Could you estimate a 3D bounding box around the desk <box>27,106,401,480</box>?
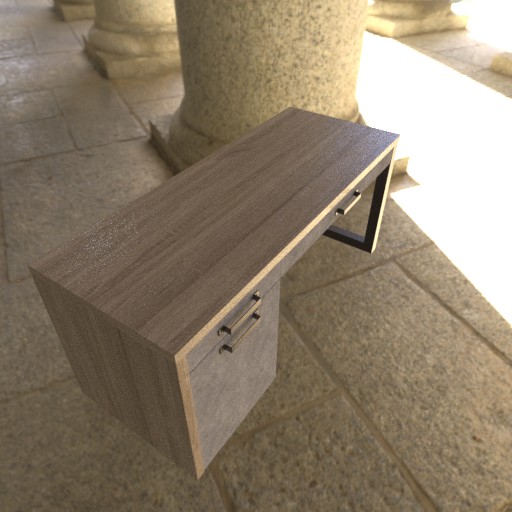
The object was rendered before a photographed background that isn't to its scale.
[{"bbox_3d":[0.000,0.000,2.114,0.690,0.760,1.700,24,45,26],"label":"desk"}]
